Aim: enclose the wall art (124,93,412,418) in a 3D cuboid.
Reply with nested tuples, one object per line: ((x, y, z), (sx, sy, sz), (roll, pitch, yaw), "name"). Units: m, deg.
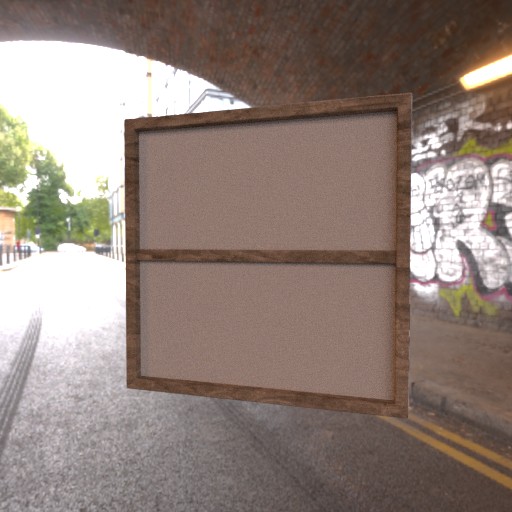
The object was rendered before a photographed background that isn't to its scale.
((0.000, 0.000, 1.135), (0.747, 0.747, 0.035), (1, 2, 17), "wall art")
